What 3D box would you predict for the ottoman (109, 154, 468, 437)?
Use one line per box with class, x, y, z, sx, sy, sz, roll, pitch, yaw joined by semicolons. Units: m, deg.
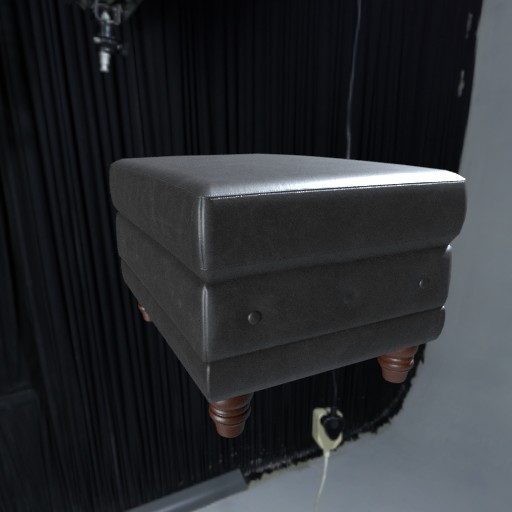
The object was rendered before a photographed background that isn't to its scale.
ottoman;0.000;0.000;1.158;0.590;0.498;0.795;-8;17;-26
